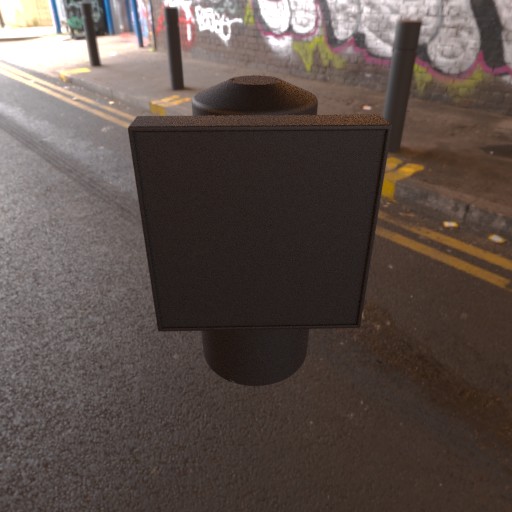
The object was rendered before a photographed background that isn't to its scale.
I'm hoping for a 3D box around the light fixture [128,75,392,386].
[{"bbox_3d":[0.000,0.000,0.358,0.130,0.257,0.176,-1,31,-1],"label":"light fixture"}]
